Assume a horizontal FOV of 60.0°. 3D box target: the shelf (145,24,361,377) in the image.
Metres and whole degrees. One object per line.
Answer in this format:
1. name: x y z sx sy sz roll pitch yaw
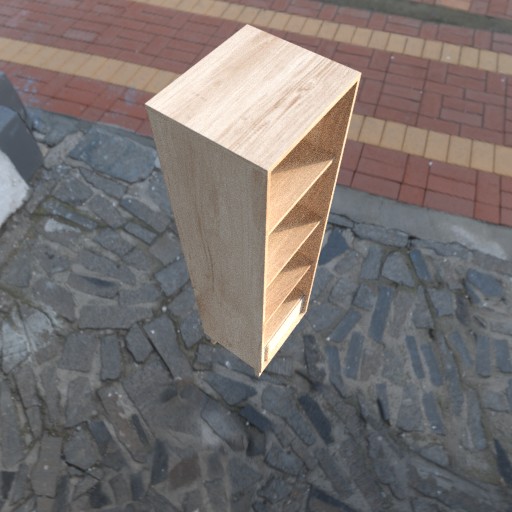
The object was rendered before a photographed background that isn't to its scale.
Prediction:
1. shelf: 0.000 0.000 2.191 0.450 1.960 0.510 32 64 18
